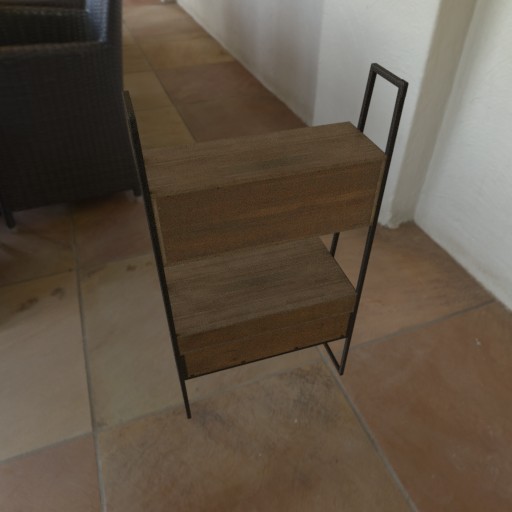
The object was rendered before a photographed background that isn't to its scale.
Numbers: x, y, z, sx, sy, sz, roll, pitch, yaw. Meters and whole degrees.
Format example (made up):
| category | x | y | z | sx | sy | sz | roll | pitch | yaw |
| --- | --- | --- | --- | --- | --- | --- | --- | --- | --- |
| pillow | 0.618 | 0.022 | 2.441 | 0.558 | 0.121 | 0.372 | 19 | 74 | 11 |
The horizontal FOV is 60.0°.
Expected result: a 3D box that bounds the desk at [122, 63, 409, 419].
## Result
| category | x | y | z | sx | sy | sz | roll | pitch | yaw |
| --- | --- | --- | --- | --- | --- | --- | --- | --- | --- |
| desk | 0.000 | 0.000 | 2.241 | 0.982 | 1.809 | 0.515 | -12 | 42 | -13 |
